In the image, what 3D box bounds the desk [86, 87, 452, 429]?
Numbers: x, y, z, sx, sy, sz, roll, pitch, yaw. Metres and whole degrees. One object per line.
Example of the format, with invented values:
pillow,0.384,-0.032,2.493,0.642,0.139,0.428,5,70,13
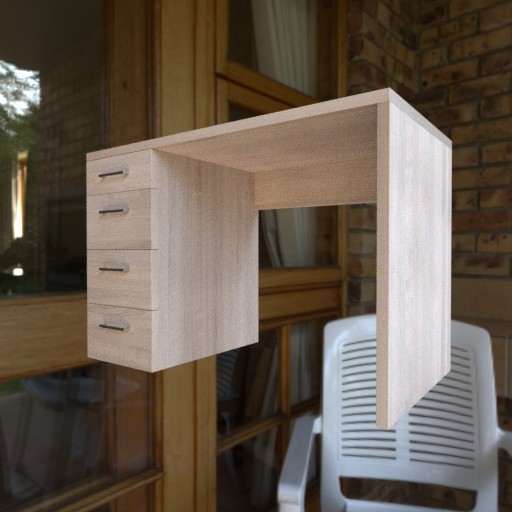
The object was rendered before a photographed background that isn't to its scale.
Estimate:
desk,0.000,0.000,1.491,1.100,0.731,0.600,1,1,36
